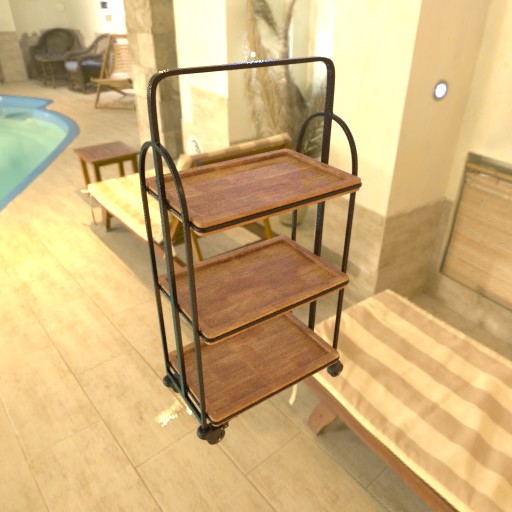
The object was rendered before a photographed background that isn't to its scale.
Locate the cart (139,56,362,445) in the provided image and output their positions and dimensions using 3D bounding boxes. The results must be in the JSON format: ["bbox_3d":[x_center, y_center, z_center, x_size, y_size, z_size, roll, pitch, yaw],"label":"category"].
[{"bbox_3d":[0.000,0.000,1.239,0.553,1.001,0.327,-19,36,-29],"label":"cart"}]
